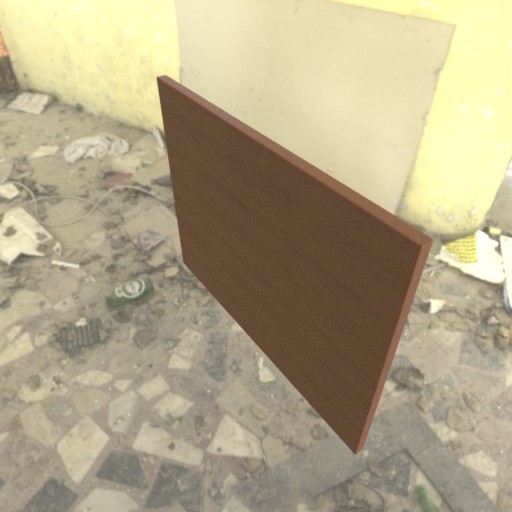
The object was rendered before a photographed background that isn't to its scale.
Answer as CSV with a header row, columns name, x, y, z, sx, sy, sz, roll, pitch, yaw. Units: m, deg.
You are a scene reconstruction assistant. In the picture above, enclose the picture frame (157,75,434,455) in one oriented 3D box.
name,x,y,z,sx,sy,sz,roll,pitch,yaw
picture frame,0.000,0.000,1.742,0.045,1.018,1.329,-25,47,-26
